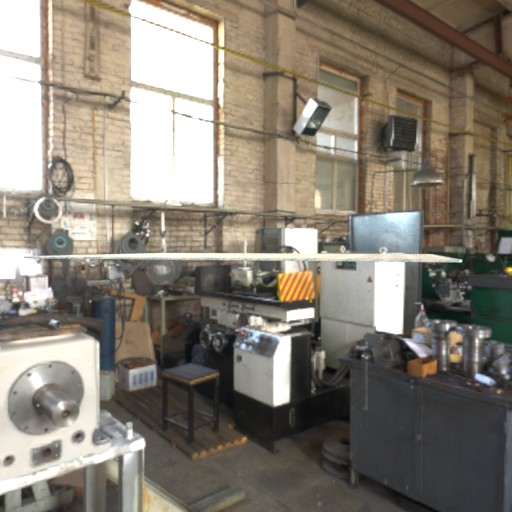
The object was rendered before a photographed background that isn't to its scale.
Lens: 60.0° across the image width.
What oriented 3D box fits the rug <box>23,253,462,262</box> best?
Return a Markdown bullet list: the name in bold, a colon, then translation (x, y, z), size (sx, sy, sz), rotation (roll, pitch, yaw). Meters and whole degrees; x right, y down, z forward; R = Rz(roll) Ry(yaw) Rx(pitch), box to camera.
- **rug**: translation (0.000, 0.000, 2.331), size (1.820, 0.009, 1.260), rotation (0, 1, 18)
